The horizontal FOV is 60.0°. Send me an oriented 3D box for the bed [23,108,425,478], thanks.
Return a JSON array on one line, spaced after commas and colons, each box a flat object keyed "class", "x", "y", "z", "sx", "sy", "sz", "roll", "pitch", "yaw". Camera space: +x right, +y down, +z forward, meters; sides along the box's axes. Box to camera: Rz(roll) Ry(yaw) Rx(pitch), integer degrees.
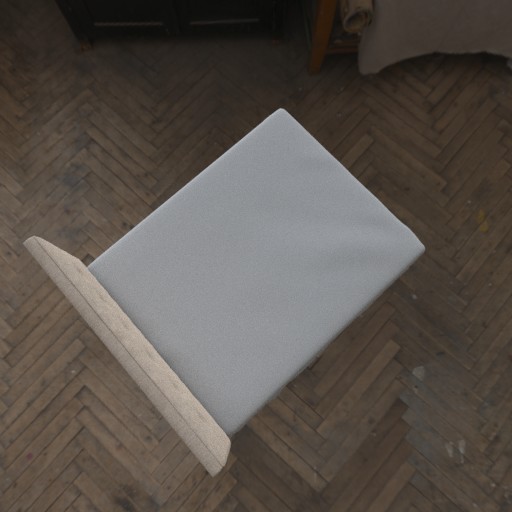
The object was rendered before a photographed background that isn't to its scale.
[{"class": "bed", "x": 0.000, "y": 0.000, "z": 3.025, "sx": 1.978, "sy": 1.270, "sz": 1.643, "roll": -41, "pitch": 80, "yaw": -9}]
